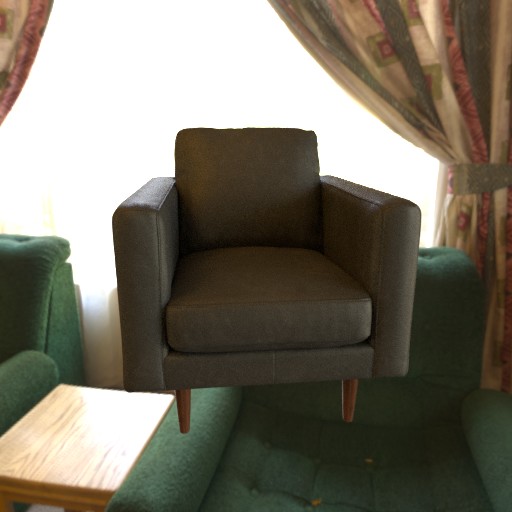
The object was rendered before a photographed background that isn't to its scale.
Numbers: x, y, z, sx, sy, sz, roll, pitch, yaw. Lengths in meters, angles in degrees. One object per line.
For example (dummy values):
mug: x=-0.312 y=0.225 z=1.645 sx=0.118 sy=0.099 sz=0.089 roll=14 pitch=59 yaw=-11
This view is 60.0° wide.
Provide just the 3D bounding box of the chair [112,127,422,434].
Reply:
chair: x=0.000 y=0.000 z=1.583 sx=0.831 sy=0.898 sz=0.879 roll=-2 pitch=15 yaw=-6
